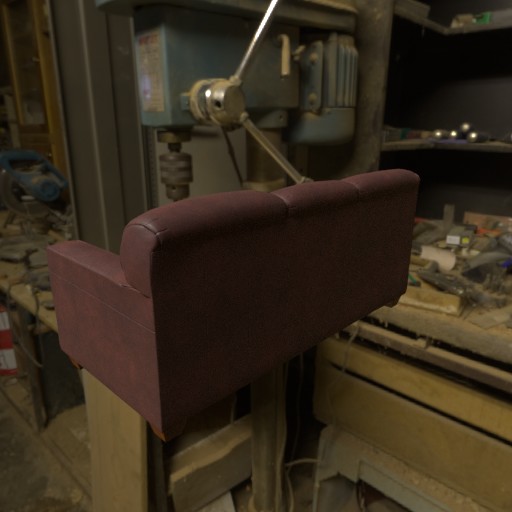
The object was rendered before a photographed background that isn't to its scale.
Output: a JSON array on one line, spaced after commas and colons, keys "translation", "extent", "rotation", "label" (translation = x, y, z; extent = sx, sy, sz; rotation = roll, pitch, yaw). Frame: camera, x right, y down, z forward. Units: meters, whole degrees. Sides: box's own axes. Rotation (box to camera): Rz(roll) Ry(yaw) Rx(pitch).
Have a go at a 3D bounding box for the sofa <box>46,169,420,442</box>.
[{"translation": [0.000, 0.000, 2.575], "extent": [1.008, 0.953, 2.039], "rotation": [16, 24, 42], "label": "sofa"}]
